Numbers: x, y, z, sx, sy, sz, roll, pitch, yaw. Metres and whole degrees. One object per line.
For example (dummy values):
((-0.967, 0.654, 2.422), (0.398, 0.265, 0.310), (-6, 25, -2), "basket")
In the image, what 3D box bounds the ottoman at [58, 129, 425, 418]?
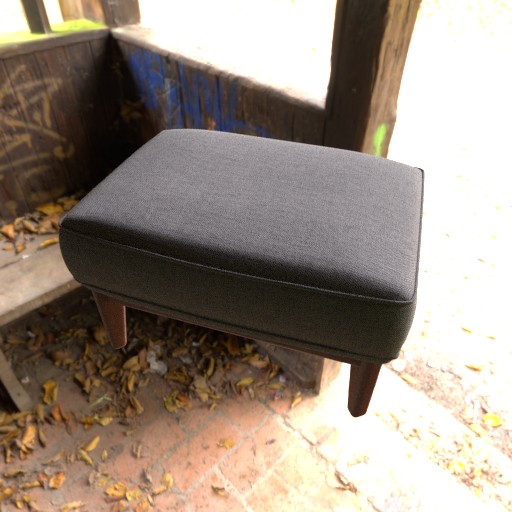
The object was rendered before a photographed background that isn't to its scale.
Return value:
((0.000, 0.000, 1.129), (0.750, 0.458, 0.555), (12, 43, 13), "ottoman")
